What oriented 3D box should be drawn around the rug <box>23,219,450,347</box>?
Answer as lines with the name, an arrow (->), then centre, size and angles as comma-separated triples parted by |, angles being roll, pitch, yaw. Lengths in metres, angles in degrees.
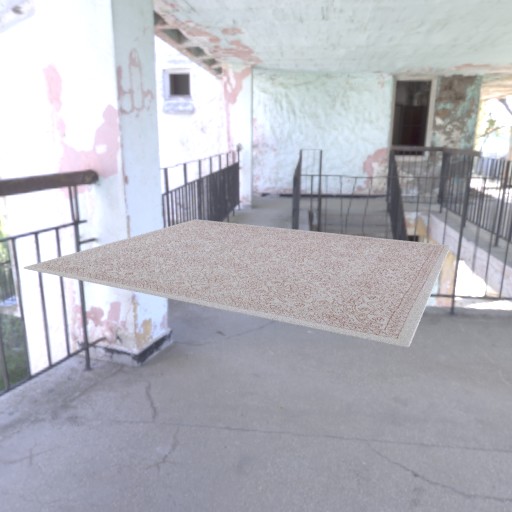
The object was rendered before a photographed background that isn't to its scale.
rug -> 0.000, 0.000, 4.002 | 3.050, 0.015, 2.441 | 8, 17, 27
